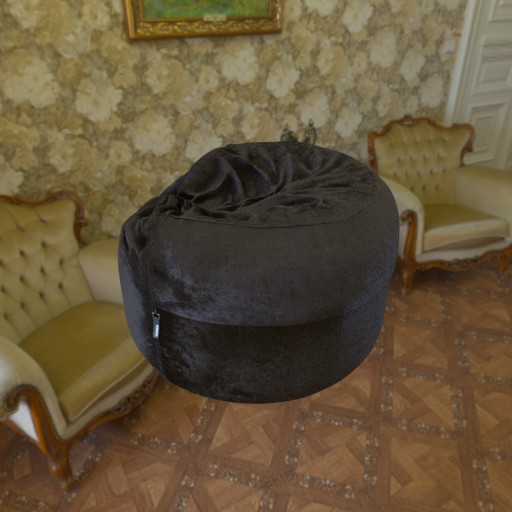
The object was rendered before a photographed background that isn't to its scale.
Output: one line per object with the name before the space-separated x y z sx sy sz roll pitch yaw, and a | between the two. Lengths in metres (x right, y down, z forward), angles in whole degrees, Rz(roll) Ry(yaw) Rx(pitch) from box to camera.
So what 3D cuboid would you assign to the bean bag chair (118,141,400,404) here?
bean bag chair | 0.000 0.000 1.522 0.918 0.605 0.918 0 30 0
